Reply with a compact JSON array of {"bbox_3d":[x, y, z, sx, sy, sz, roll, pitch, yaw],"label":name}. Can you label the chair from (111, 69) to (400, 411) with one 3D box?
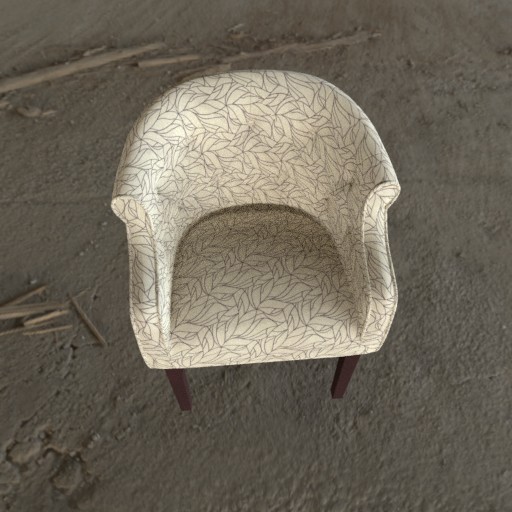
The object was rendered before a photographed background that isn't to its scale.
[{"bbox_3d":[0.000,0.000,1.294,0.686,0.858,0.613,-4,48,-3],"label":"chair"}]
